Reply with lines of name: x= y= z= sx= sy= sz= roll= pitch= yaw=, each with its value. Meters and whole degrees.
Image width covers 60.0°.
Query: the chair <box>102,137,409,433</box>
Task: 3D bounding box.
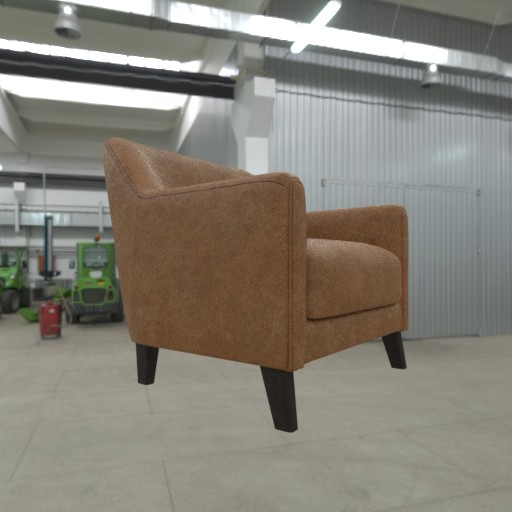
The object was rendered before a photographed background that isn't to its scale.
chair: x=0.000 y=0.000 z=1.870 sx=1.034 sy=0.980 sz=1.037 roll=-1 pitch=-1 yaw=37
